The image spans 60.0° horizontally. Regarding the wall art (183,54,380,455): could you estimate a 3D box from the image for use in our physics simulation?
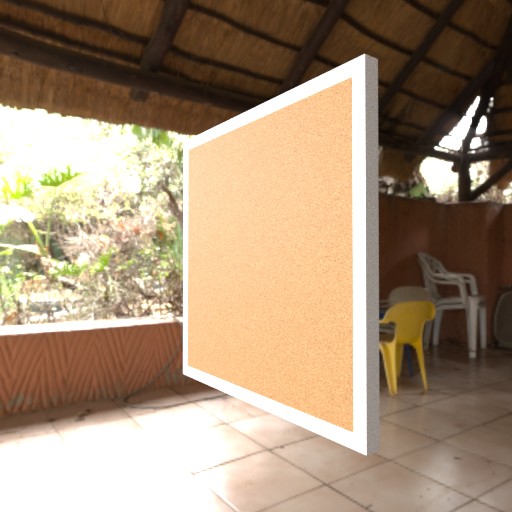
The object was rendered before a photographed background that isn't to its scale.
[{"bbox_3d":[0.000,0.000,1.160,0.038,0.762,0.762,1,-1,-36],"label":"wall art"}]
